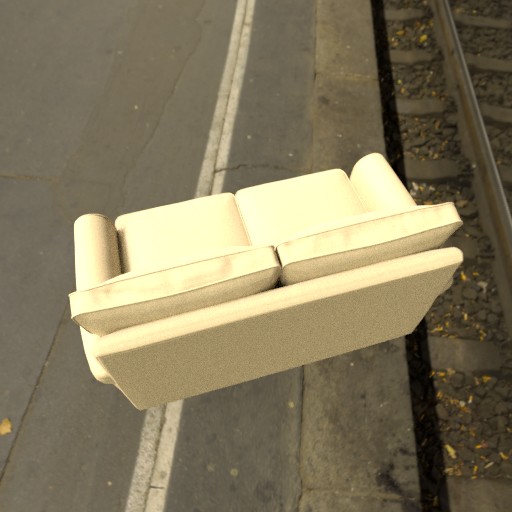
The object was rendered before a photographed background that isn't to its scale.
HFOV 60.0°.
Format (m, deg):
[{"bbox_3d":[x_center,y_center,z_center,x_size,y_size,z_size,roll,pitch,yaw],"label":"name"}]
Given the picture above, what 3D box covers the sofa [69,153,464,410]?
[{"bbox_3d":[0.000,0.000,2.186,1.665,0.937,0.964,-14,57,-9],"label":"sofa"}]
